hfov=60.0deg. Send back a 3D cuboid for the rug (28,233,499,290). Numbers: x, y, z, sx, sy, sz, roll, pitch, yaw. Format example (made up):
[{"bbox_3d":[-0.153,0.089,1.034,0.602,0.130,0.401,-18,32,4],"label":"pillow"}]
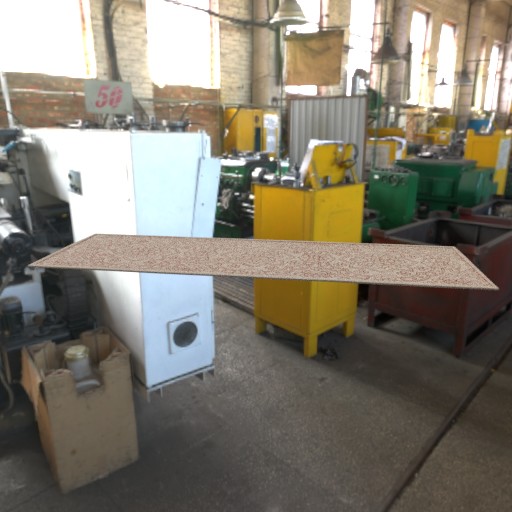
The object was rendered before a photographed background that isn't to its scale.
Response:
[{"bbox_3d":[0.000,0.000,2.631,2.448,0.012,0.769,2,17,8],"label":"rug"}]
